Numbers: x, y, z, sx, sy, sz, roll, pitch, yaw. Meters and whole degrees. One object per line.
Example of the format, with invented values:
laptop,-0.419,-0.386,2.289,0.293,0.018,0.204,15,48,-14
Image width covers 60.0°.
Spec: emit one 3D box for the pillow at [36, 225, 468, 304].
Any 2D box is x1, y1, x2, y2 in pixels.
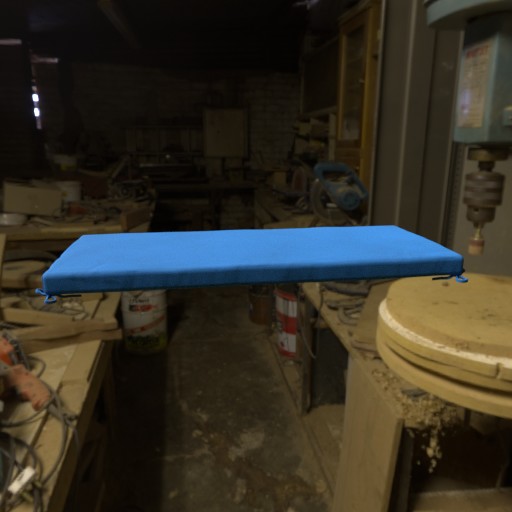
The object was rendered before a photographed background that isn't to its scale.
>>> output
pillow,0.000,0.000,1.379,1.187,0.081,0.492,-2,16,-8
